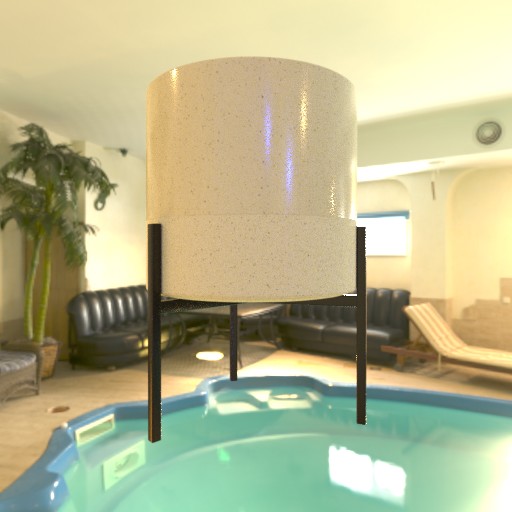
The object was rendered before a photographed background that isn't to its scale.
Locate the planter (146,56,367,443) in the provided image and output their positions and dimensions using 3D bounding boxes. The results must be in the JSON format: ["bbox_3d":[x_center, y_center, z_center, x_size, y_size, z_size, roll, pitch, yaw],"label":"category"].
[{"bbox_3d":[0.000,0.000,0.327,0.159,0.230,0.152,0,0,18],"label":"planter"}]
